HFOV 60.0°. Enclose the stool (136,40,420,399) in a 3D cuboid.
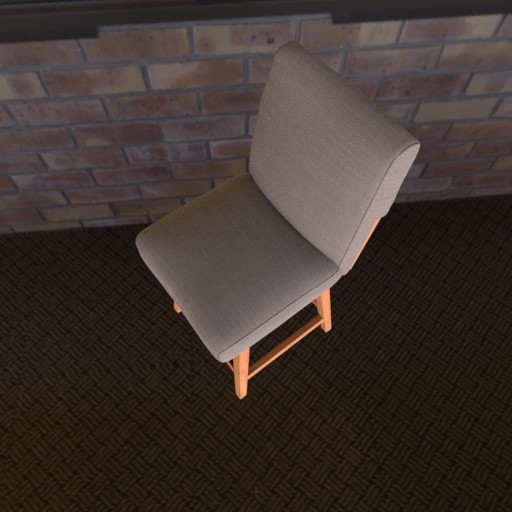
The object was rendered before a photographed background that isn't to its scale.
[{"bbox_3d":[0.000,0.000,1.350,0.570,1.019,0.459,-34,67,-17],"label":"stool"}]
